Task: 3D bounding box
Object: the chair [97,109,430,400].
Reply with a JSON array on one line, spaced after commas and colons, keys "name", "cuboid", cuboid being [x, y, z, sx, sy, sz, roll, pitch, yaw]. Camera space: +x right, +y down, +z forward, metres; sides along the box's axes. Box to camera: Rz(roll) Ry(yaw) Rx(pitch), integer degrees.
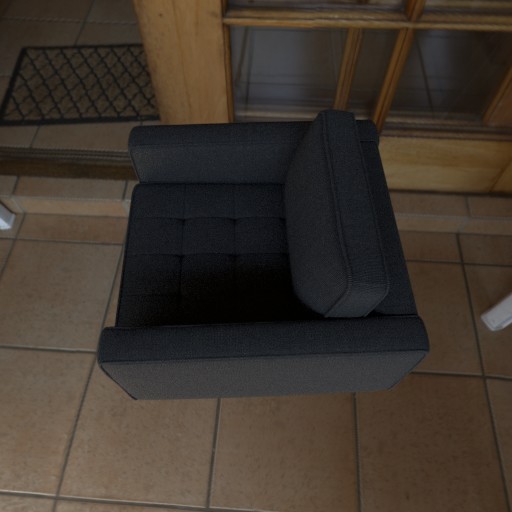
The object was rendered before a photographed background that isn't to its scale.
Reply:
[{"name": "chair", "cuboid": [0.000, 0.000, 1.568, 0.919, 0.770, 0.899, -2, 60, -1]}]
